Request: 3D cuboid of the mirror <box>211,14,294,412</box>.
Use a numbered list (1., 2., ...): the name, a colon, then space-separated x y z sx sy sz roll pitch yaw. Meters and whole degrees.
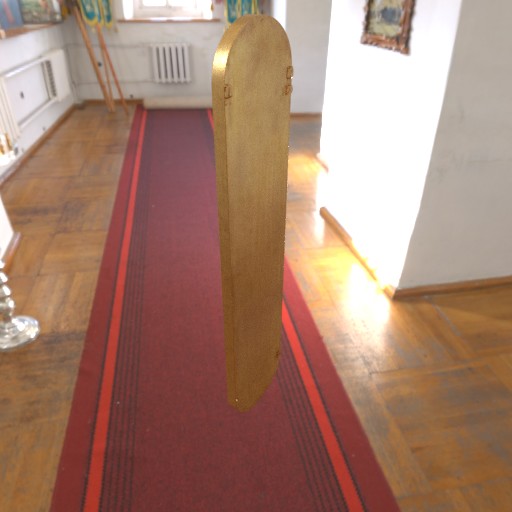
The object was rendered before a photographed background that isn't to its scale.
1. mirror: 0.000 0.000 1.033 0.032 0.991 0.222 20 38 29
